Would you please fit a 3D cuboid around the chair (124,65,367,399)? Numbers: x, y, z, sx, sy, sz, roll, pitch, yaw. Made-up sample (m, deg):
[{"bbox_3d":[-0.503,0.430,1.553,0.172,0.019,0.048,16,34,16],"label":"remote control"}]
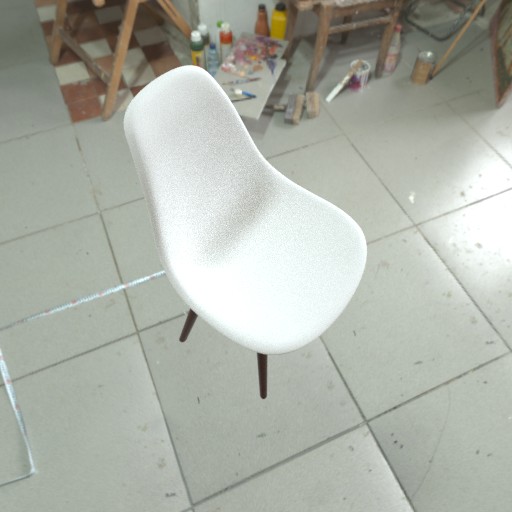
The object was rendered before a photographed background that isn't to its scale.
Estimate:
[{"bbox_3d":[0.000,0.000,1.166,0.533,0.826,0.470,33,63,19],"label":"chair"}]
